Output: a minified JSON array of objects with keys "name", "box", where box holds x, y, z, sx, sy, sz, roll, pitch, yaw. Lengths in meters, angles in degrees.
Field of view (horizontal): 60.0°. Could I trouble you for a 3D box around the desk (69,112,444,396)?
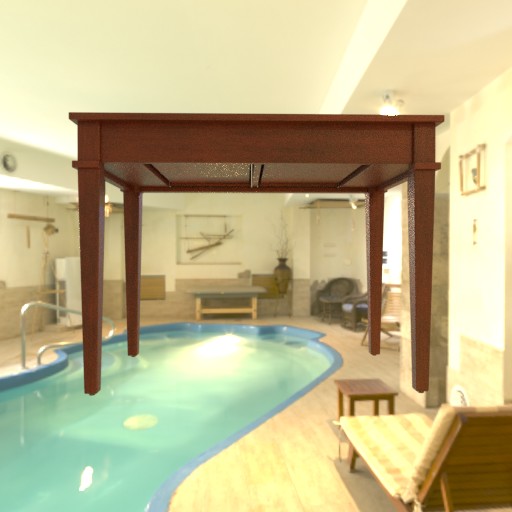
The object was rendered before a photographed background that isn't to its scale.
[{"name":"desk","box":[0.000,0.000,1.455,1.001,0.762,0.549,0,0,-1]}]
